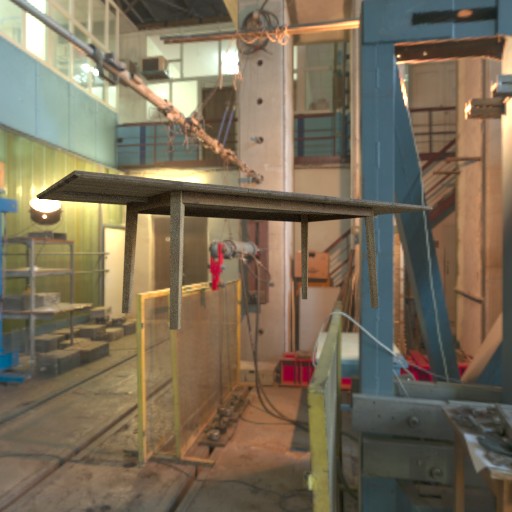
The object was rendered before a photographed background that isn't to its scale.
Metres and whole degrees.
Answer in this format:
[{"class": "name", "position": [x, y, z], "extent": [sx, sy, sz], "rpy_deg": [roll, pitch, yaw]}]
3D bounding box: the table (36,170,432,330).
[{"class": "table", "position": [0.000, 0.000, 3.068], "extent": [2.603, 0.752, 1.000], "rpy_deg": [0, 0, -35]}]
